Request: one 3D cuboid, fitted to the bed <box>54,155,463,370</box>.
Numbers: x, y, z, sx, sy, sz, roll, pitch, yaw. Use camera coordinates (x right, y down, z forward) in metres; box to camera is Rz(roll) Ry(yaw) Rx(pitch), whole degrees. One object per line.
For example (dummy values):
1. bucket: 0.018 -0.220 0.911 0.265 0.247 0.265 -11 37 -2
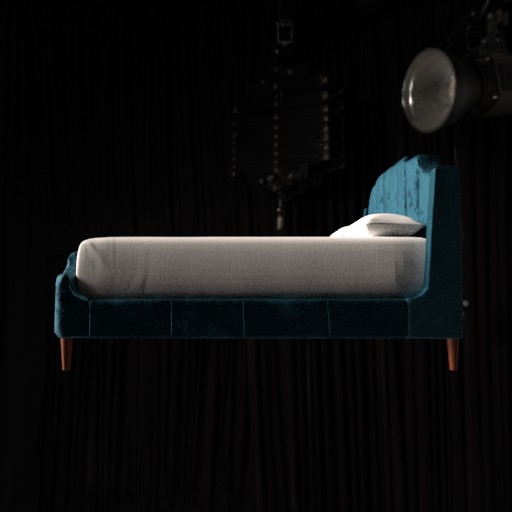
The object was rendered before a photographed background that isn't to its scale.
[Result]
1. bed: 0.000 0.000 3.312 2.322 1.338 1.678 0 -2 0
